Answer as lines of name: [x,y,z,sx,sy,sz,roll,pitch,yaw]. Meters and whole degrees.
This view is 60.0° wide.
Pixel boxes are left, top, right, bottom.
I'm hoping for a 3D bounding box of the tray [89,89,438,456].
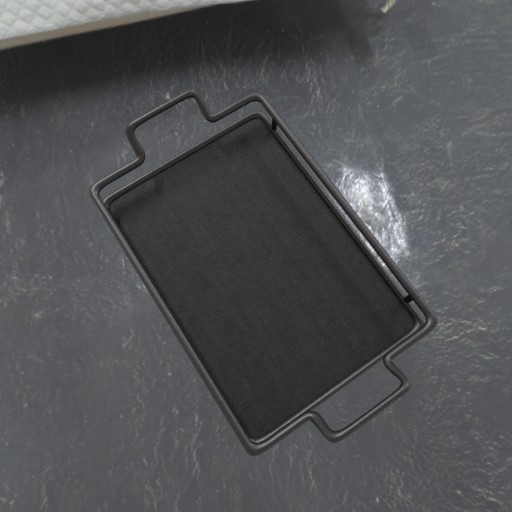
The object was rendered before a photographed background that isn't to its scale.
tray: [0.000,0.000,0.611,0.297,0.101,0.495,-33,77,-9]
